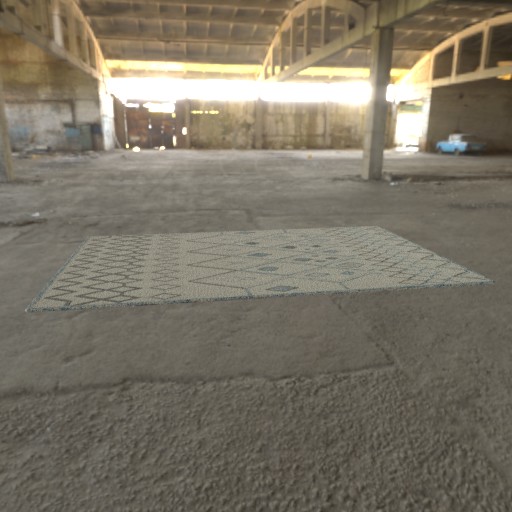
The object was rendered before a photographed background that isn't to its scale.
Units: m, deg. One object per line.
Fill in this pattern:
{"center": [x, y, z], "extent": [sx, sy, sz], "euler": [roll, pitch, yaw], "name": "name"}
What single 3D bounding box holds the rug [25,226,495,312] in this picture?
{"center": [0.000, 0.000, 2.978], "extent": [2.439, 0.015, 1.524], "euler": [-3, 16, -9], "name": "rug"}
